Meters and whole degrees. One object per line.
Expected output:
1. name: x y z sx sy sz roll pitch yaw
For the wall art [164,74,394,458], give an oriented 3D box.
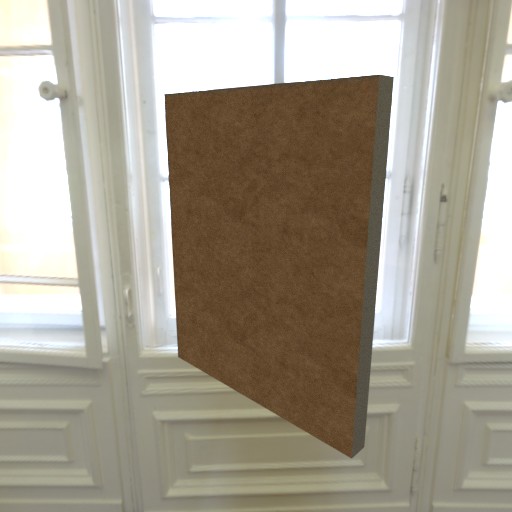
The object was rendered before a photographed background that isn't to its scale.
1. wall art: 0.000 0.000 0.775 0.453 0.554 0.037 15 22 42
